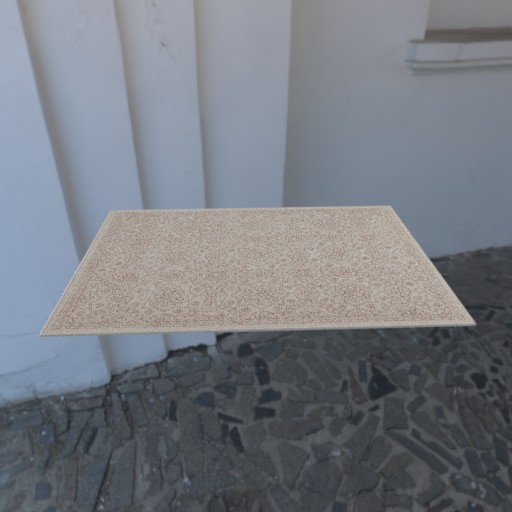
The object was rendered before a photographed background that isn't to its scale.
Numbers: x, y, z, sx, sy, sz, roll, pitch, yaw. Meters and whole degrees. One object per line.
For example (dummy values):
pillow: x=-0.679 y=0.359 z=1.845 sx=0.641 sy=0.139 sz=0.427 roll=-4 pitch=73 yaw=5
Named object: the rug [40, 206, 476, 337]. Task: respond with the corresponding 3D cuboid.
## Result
rug: x=0.000 y=0.000 z=2.369 sx=1.829 sy=0.010 sz=1.219 roll=-1 pitch=31 yaw=-2
